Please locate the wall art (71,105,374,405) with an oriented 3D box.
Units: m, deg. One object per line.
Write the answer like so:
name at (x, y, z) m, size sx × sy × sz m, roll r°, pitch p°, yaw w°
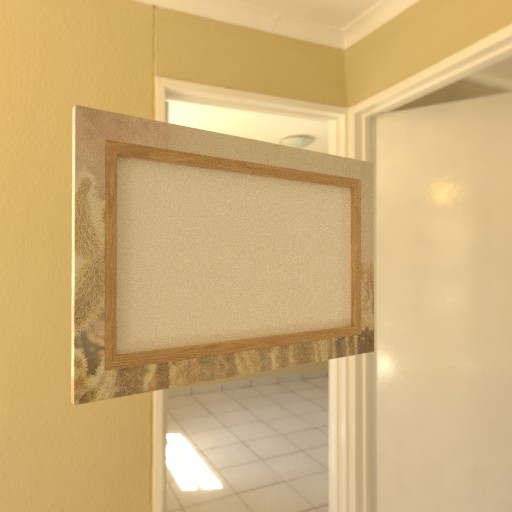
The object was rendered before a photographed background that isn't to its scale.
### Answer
wall art at (0.000, 0.000, 1.948) m, size 1.525 × 1.012 × 0.038 m, roll 0°, pitch -1°, yaw -35°
